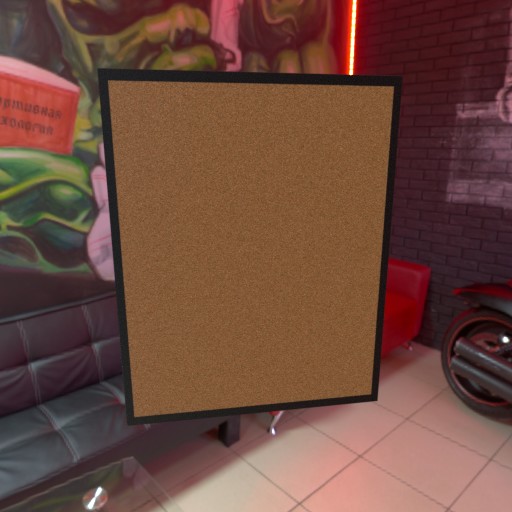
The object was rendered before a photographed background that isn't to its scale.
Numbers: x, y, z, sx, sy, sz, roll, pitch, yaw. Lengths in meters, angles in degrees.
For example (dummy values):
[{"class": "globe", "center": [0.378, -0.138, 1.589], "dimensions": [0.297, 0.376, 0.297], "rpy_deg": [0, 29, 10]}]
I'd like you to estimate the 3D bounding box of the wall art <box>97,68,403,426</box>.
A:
[{"class": "wall art", "center": [0.000, 0.000, 0.482], "dimensions": [0.294, 0.369, 0.030], "rpy_deg": [-2, 15, -9]}]
